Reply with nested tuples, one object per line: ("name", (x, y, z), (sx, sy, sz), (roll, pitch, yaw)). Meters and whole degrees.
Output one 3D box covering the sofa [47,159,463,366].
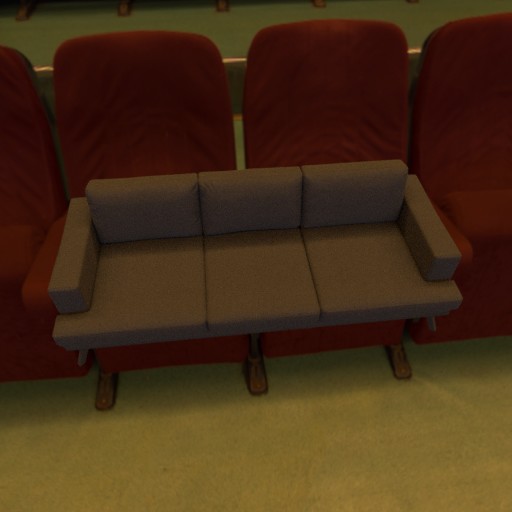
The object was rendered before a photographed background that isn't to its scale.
("sofa", (0.000, 0.000, 2.744), (2.310, 0.810, 0.920), (-5, 48, -4))
